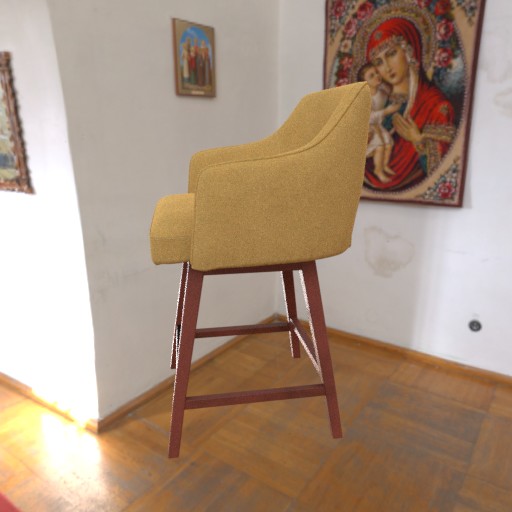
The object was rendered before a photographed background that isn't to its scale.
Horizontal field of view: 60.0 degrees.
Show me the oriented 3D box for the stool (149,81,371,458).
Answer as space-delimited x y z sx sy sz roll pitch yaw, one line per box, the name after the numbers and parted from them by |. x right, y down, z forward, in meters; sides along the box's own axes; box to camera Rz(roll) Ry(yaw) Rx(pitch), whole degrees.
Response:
0.000 0.000 1.267 0.558 0.924 0.548 -3 17 -9 | stool
